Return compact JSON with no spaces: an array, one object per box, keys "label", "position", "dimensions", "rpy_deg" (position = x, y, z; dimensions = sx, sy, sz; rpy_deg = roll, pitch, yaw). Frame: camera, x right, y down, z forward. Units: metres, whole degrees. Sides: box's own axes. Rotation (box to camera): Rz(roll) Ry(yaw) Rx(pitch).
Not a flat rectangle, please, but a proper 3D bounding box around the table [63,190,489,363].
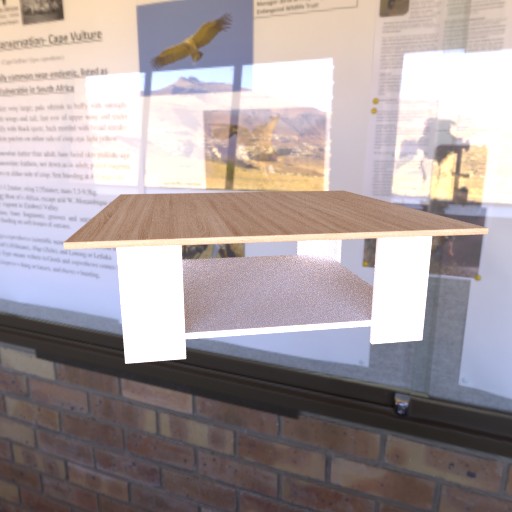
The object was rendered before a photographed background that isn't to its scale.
[{"label":"table","position":[0.000,0.000,1.368],"dimensions":[0.890,0.305,0.890],"rpy_deg":[-2,14,-10]}]
